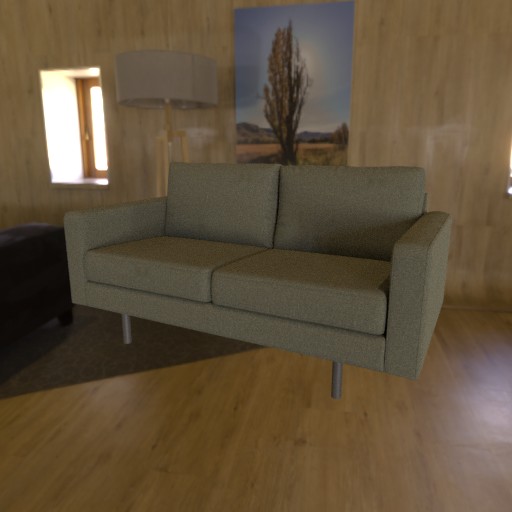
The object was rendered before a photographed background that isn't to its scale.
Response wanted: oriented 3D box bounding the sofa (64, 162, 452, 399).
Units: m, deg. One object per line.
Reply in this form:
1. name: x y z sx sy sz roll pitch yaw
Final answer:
1. sofa: 0.000 0.000 2.242 1.730 0.897 0.889 7 15 27
